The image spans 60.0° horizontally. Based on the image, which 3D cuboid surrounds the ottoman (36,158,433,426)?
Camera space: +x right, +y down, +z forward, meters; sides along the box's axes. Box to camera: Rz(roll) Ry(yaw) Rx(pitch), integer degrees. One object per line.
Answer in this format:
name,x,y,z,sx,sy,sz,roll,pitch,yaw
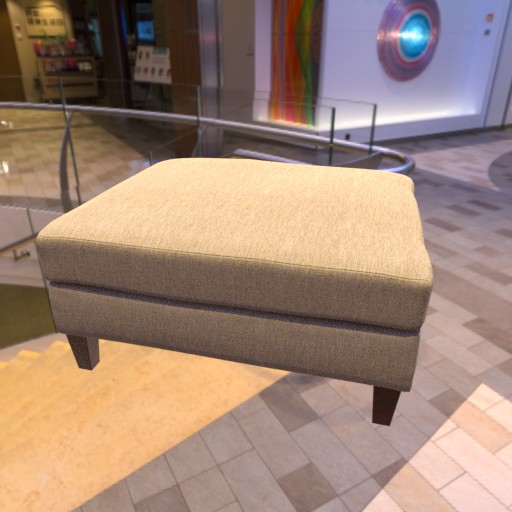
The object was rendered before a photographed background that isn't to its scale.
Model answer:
ottoman,0.000,0.000,1.448,0.976,0.492,0.836,6,27,13
